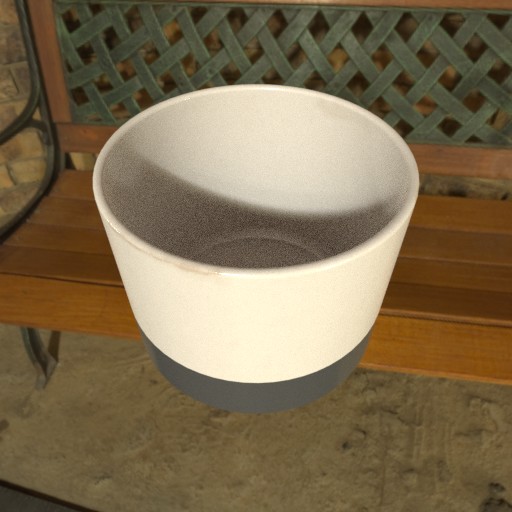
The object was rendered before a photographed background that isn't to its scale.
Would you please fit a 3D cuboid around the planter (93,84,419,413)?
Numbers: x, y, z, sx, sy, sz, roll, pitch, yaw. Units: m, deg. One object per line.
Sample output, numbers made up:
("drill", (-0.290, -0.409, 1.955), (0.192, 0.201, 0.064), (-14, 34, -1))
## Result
("planter", (0.000, 0.000, 0.333), (0.193, 0.177, 0.193), (0, 46, 0))
